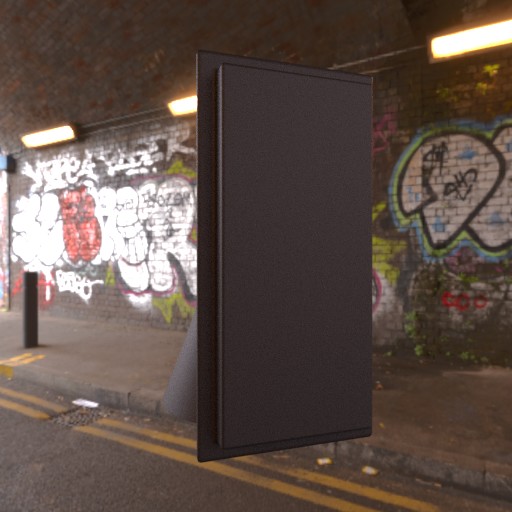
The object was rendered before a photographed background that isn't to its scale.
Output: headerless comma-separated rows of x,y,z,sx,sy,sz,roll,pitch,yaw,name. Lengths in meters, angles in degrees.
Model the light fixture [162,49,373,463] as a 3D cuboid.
0.000,0.000,0.421,0.170,0.298,0.207,0,0,-19,light fixture
